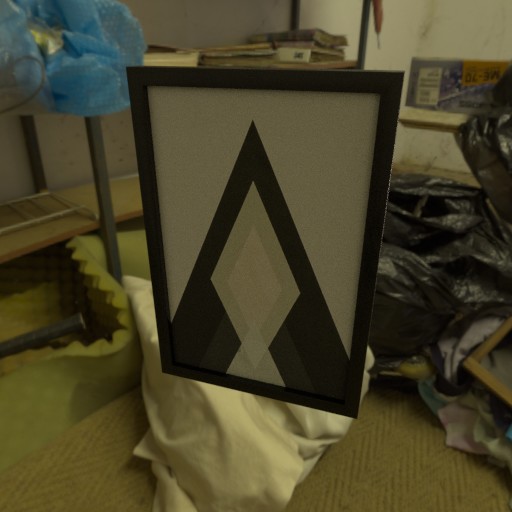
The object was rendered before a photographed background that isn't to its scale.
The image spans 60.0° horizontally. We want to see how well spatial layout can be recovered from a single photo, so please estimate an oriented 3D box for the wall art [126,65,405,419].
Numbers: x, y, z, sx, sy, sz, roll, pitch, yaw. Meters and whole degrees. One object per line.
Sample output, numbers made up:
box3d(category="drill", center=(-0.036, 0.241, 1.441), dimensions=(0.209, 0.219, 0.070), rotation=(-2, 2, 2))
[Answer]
box3d(category="wall art", center=(0.000, 0.000, 0.586), dimensions=(0.313, 0.457, 0.031), rotation=(8, 27, 16))
